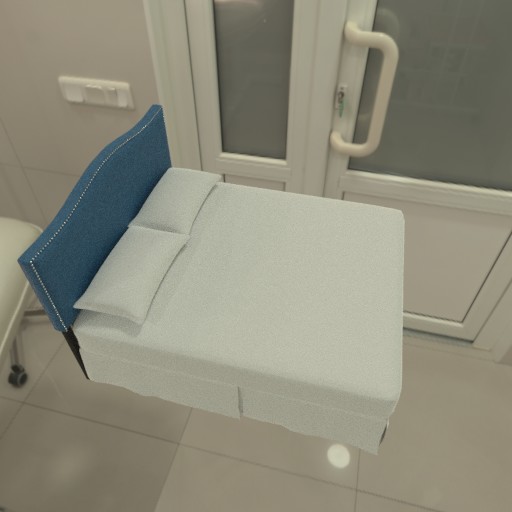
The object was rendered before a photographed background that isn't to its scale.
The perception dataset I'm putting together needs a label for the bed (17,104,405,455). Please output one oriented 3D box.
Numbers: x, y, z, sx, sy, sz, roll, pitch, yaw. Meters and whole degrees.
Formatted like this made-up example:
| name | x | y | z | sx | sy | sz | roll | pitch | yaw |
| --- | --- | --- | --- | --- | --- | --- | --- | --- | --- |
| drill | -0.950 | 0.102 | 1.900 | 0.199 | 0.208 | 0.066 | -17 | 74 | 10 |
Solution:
| name | x | y | z | sx | sy | sz | roll | pitch | yaw |
| --- | --- | --- | --- | --- | --- | --- | --- | --- | --- |
| bed | 0.000 | 0.000 | 2.771 | 1.872 | 1.169 | 1.610 | 10 | 46 | 10 |
